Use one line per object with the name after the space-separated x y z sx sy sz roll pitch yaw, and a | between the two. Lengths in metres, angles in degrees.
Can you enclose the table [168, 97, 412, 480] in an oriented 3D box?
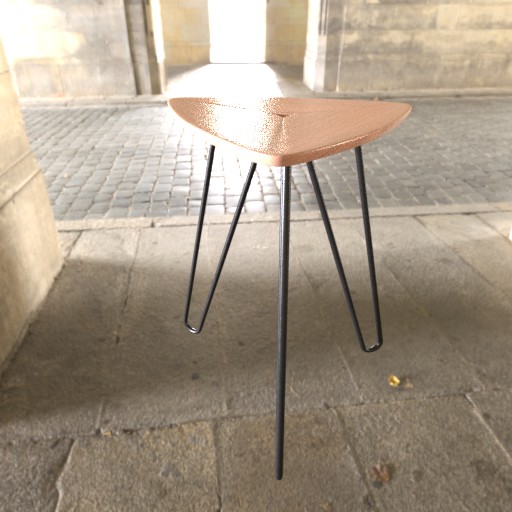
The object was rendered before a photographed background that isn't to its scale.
0.000 0.000 0.885 0.455 0.564 0.442 19 34 32 | table
